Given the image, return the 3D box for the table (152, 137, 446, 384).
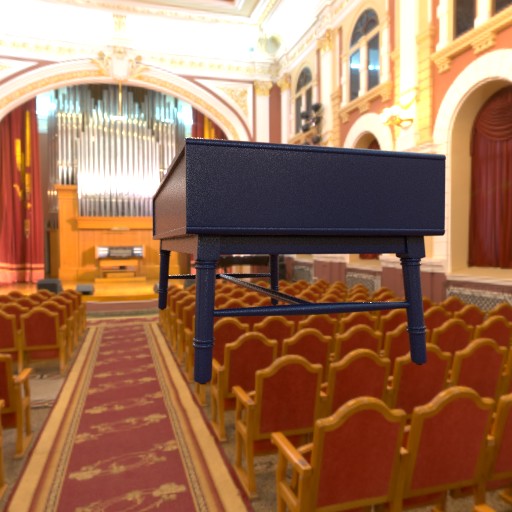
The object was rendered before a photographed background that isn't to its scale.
[{"bbox_3d":[0.000,0.000,1.384,0.572,0.457,1.067,0,2,-16],"label":"table"}]
